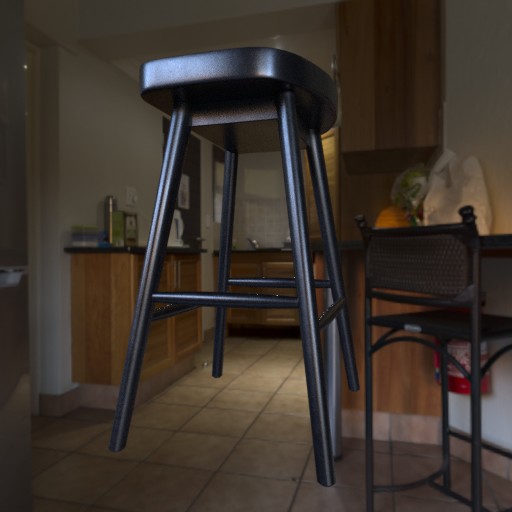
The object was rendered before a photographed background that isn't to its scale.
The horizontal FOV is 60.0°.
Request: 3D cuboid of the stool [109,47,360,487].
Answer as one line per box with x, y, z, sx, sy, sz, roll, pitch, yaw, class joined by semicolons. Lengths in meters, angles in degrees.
0.000;0.000;0.849;0.361;0.615;0.440;0;1;18;stool
